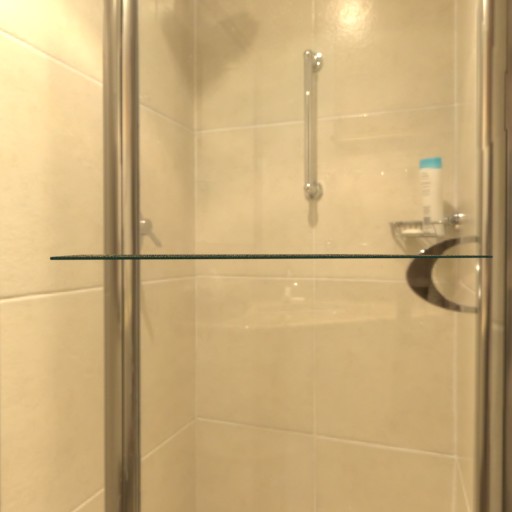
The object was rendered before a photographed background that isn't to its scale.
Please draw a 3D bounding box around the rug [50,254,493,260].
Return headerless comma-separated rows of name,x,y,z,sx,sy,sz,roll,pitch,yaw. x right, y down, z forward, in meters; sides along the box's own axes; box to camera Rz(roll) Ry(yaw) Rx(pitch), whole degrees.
rug,0.000,0.000,2.852,2.213,0.013,1.594,0,1,-17
